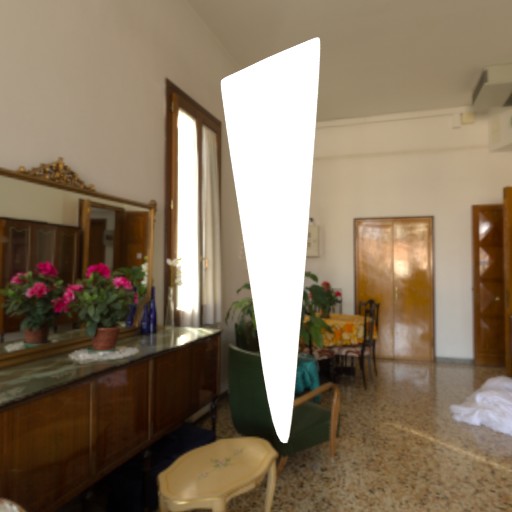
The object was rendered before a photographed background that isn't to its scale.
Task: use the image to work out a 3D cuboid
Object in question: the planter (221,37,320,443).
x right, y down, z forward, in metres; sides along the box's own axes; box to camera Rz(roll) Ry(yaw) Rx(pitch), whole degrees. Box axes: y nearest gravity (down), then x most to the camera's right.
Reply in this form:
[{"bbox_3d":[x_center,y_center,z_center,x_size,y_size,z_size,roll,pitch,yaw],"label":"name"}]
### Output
[{"bbox_3d":[0.000,0.000,0.398,0.065,0.338,0.143,1,-2,-18],"label":"planter"}]
